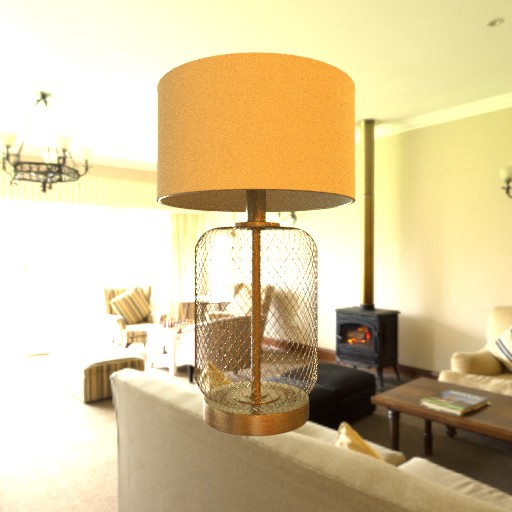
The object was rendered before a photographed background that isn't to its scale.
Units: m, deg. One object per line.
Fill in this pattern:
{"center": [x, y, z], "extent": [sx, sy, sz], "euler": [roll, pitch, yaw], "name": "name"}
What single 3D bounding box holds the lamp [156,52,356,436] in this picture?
{"center": [0.000, 0.000, 0.805], "extent": [0.353, 0.578, 0.353], "euler": [0, 0, 0], "name": "lamp"}
